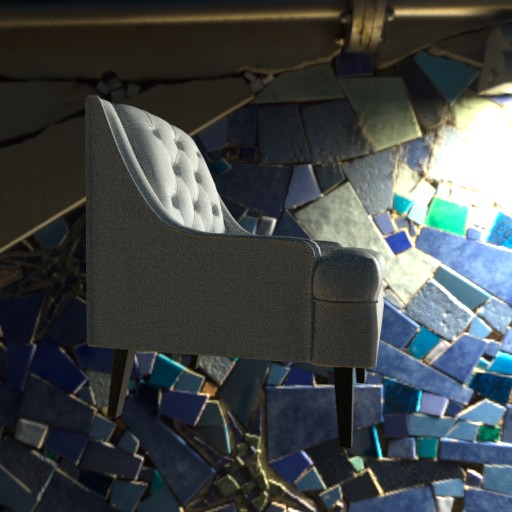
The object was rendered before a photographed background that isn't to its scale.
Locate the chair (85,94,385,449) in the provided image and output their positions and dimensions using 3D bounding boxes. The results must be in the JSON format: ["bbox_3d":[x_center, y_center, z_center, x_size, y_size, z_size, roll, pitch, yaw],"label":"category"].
[{"bbox_3d":[0.000,0.000,1.383,0.772,0.891,0.658,0,1,17],"label":"chair"}]
